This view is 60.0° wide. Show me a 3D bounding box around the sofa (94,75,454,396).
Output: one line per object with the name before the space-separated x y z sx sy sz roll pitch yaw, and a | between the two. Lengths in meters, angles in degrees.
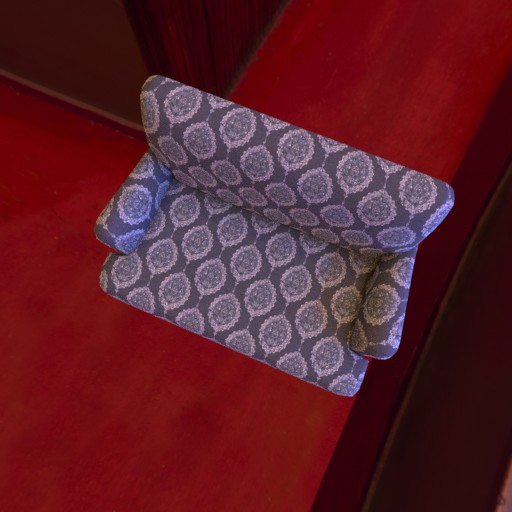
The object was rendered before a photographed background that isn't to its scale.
sofa | 0.000 0.000 1.872 1.297 0.867 0.779 22 77 6
